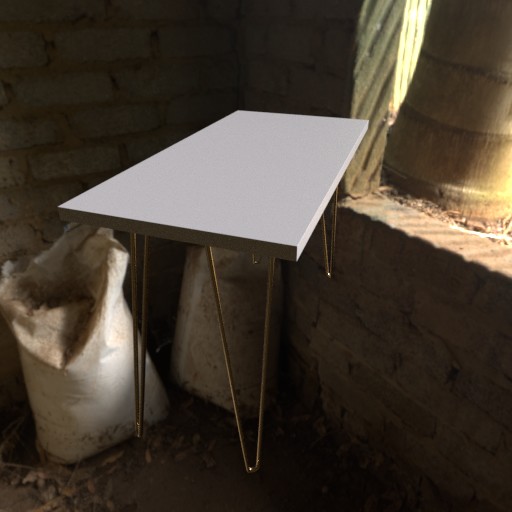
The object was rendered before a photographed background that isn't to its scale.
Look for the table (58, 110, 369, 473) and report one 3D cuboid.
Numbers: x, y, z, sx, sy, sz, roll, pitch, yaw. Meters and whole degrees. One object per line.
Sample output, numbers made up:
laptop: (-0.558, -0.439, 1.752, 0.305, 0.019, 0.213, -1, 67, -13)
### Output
table: (0.000, 0.000, 1.385, 0.498, 0.660, 0.991, 10, 31, 17)
